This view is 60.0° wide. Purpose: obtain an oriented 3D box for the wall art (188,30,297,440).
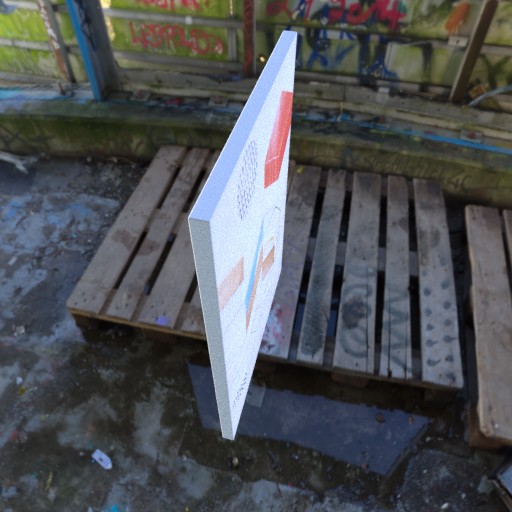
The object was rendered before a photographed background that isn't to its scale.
[{"bbox_3d":[0.000,0.000,1.615,0.046,1.221,0.914,11,50,9],"label":"wall art"}]
